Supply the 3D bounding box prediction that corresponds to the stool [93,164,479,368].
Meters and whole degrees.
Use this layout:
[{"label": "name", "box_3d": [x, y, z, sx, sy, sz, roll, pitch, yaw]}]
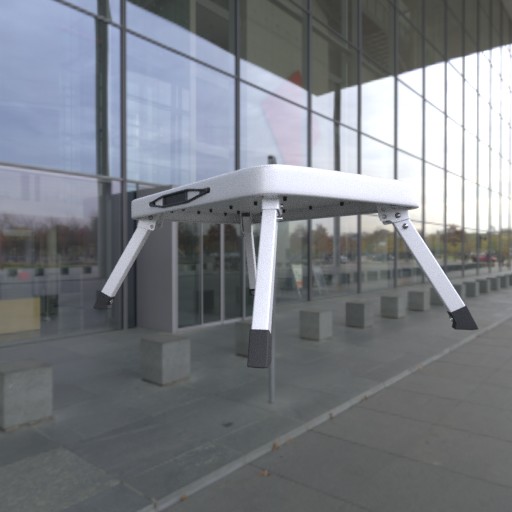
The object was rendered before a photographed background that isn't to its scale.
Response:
[{"label": "stool", "box_3d": [0.000, 0.000, 0.609, 0.320, 0.170, 0.460, 0, 0, -35]}]
